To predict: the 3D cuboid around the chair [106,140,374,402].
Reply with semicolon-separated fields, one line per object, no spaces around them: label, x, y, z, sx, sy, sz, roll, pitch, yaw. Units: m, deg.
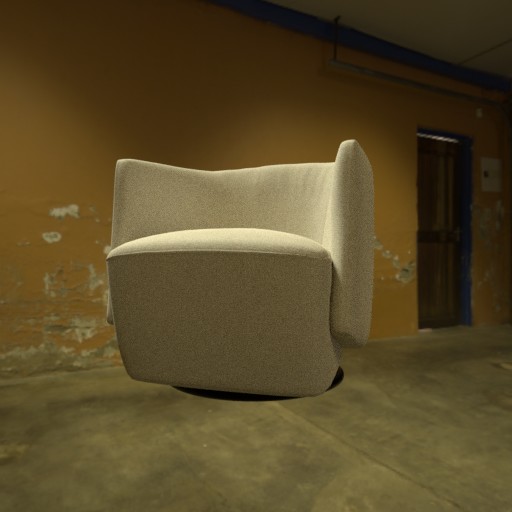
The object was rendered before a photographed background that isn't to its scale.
chair;0.000;0.000;1.626;0.822;0.861;0.986;0;-1;18
